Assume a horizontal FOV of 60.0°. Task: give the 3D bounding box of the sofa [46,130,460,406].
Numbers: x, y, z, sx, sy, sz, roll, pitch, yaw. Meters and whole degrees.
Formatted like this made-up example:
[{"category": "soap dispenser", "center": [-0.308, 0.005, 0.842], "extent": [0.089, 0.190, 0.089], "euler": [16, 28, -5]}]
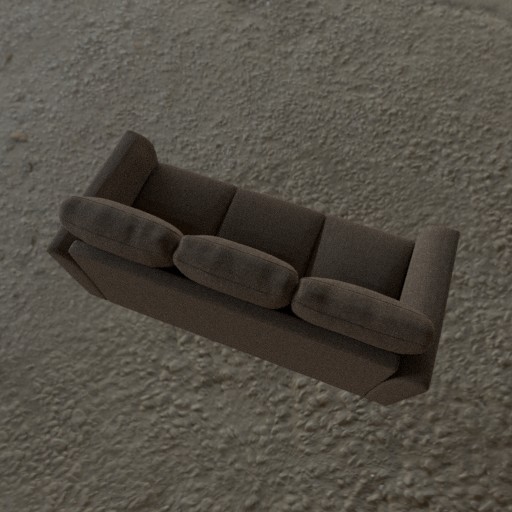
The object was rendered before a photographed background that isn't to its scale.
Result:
[{"category": "sofa", "center": [0.000, 0.000, 2.305], "extent": [1.847, 0.891, 0.837], "euler": [19, 65, 9]}]
